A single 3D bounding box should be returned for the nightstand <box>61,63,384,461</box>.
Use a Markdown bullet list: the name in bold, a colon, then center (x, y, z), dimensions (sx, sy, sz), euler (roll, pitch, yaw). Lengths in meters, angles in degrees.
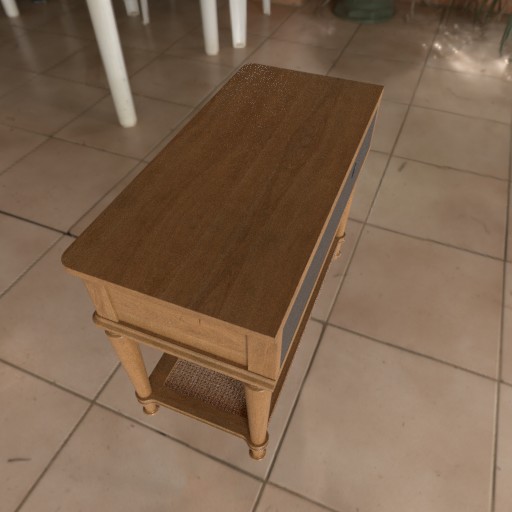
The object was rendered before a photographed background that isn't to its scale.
- **nightstand**: center (0.000, 0.000, 1.299), dimensions (0.432, 0.700, 0.914), euler (16, 49, 15)
